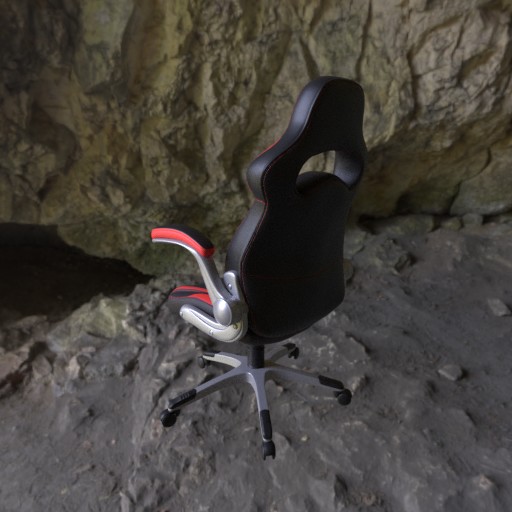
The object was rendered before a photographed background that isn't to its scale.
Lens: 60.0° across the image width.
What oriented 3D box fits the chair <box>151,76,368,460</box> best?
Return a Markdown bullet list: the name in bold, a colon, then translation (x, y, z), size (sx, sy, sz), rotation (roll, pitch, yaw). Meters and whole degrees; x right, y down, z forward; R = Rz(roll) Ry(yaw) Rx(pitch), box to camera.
- **chair**: translation (0.000, 0.000, 1.608), size (0.758, 1.165, 0.712), rotation (-15, 22, -43)
